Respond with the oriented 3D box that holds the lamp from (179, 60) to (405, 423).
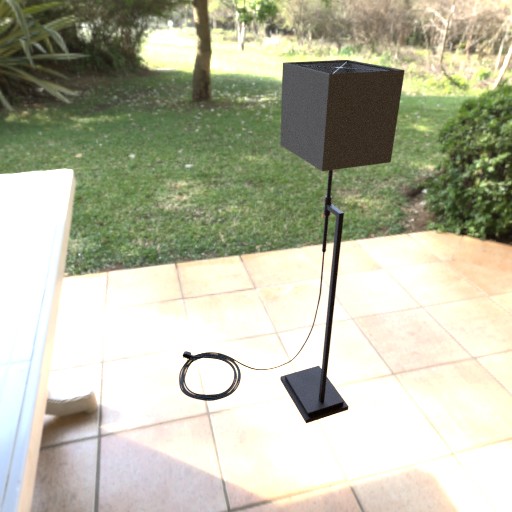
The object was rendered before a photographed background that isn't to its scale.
[{"bbox_3d":[0.000,0.000,2.001,0.774,1.600,0.698,-11,31,-18],"label":"lamp"}]
